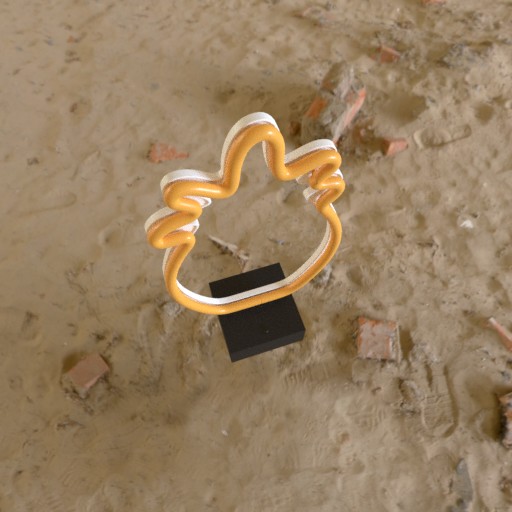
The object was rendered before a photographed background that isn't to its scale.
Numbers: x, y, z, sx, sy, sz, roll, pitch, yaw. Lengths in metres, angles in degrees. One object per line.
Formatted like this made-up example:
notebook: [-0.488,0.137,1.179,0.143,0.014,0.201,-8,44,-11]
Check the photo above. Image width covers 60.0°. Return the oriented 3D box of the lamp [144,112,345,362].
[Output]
lamp: [0.000,0.000,0.396,0.167,0.317,0.088,-16,63,-8]
